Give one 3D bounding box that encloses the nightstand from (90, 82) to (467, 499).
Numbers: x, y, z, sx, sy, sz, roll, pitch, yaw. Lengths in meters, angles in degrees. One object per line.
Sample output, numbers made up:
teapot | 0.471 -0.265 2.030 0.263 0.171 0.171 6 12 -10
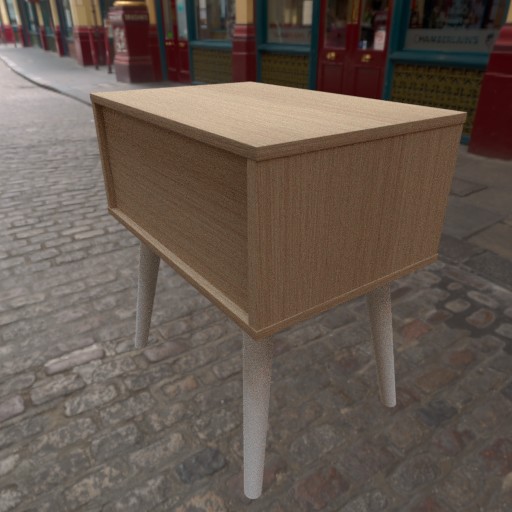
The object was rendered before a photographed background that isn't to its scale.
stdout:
nightstand | 0.000 0.000 0.916 0.407 0.610 0.571 -18 32 -31
